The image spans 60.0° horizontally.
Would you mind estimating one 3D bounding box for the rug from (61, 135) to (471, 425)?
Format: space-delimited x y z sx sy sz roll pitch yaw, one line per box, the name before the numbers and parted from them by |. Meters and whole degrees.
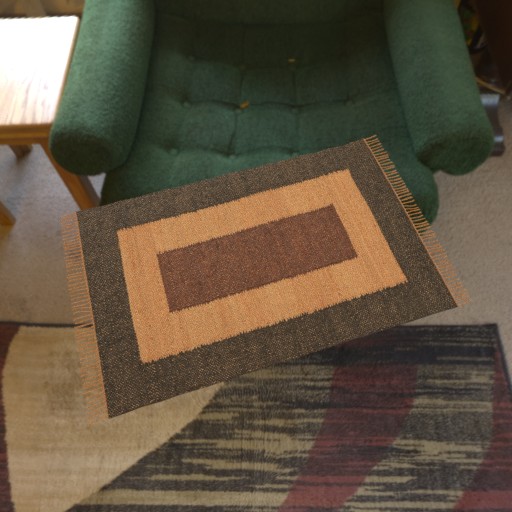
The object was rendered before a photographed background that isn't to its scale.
rug | 0.000 0.000 1.860 1.541 0.013 0.920 -16 64 -8
